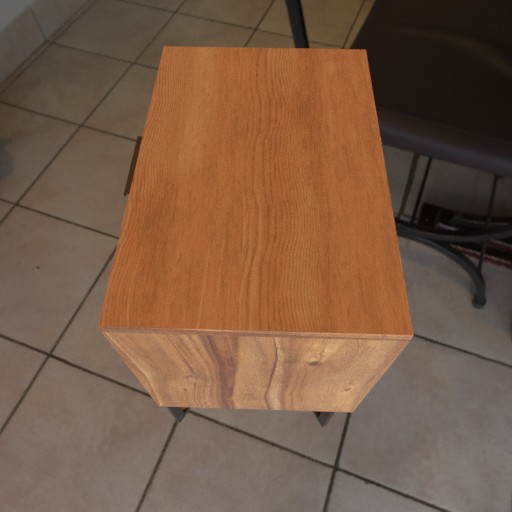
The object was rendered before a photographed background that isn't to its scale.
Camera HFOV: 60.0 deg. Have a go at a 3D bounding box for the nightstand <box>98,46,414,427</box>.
[{"bbox_3d":[0.000,0.000,0.997,0.427,0.615,0.613,1,58,1],"label":"nightstand"}]
